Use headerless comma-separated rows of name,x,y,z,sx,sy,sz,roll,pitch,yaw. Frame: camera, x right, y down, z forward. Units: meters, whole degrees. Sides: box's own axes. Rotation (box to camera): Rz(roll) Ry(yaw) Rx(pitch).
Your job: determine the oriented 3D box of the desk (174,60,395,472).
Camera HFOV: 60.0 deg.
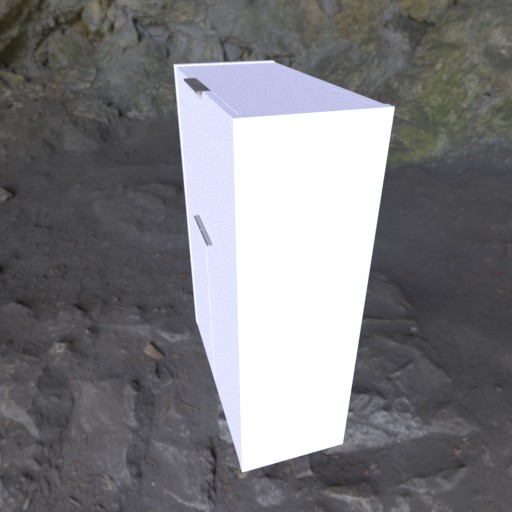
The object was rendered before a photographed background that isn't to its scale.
desk,0.000,0.000,1.597,0.390,1.190,0.850,-9,32,-15
